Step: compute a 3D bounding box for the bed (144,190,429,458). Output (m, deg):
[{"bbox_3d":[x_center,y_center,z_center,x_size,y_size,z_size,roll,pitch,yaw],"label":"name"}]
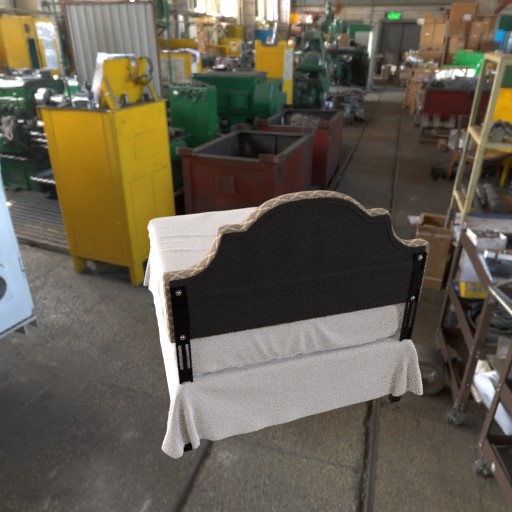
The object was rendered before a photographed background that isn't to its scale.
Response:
[{"bbox_3d":[0.000,0.000,3.472,1.780,1.633,2.222,-7,27,-15],"label":"bed"}]
